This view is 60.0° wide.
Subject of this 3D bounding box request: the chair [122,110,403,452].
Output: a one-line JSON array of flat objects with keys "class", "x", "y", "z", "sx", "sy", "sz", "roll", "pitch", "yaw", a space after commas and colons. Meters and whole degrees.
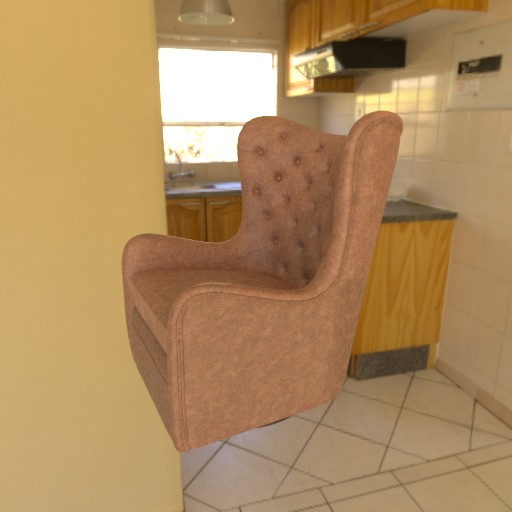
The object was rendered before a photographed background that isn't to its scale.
[{"class": "chair", "x": 0.000, "y": 0.000, "z": 1.752, "sx": 0.930, "sy": 1.079, "sz": 0.831, "roll": -8, "pitch": 18, "yaw": -26}]
